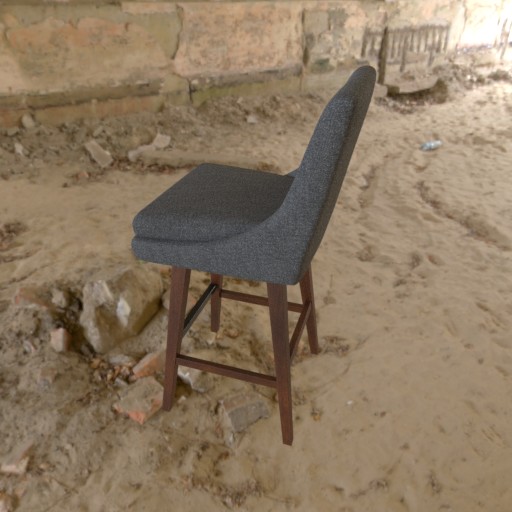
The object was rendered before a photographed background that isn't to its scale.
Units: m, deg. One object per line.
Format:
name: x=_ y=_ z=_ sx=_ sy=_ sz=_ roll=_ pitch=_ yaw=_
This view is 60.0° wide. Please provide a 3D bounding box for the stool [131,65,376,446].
stool: x=0.000 y=0.000 z=1.368 sx=0.572 sy=1.068 sz=0.489 roll=9 pitch=32 yaw=15
